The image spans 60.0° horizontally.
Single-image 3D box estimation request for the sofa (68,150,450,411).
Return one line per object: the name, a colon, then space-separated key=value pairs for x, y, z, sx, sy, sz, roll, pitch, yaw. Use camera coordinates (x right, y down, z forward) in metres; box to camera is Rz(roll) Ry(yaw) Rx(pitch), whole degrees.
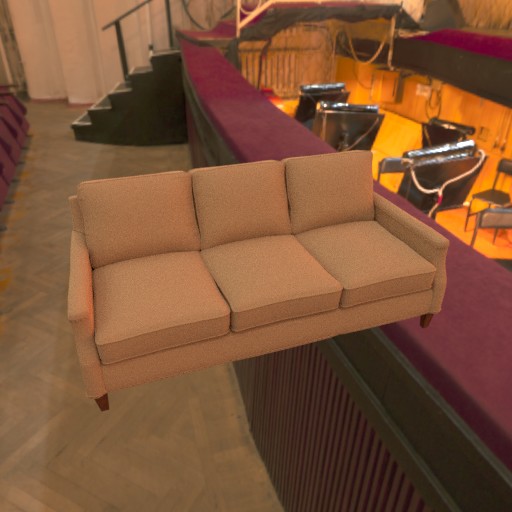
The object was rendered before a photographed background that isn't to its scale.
sofa: x=0.000 y=0.000 z=2.868 sx=2.246 sy=1.003 sz=1.084 roll=-10 pitch=32 yaw=-17
